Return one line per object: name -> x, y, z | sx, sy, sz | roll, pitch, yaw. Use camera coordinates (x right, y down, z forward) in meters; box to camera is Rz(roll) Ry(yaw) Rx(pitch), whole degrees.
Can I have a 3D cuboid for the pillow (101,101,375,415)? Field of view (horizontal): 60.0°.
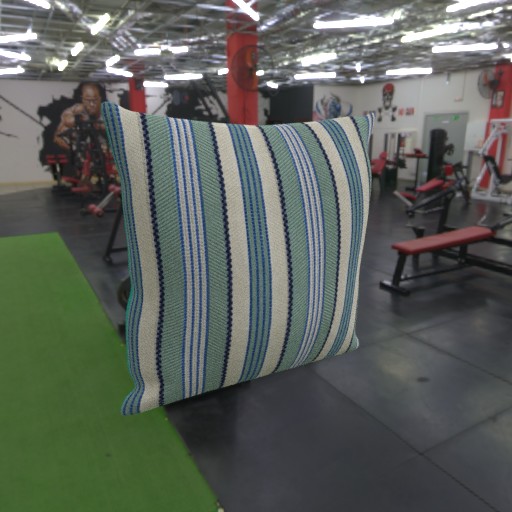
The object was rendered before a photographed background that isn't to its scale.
pillow -> 0.000, 0.000, 0.684 | 0.440, 0.441, 0.182 | -8, 18, -26
